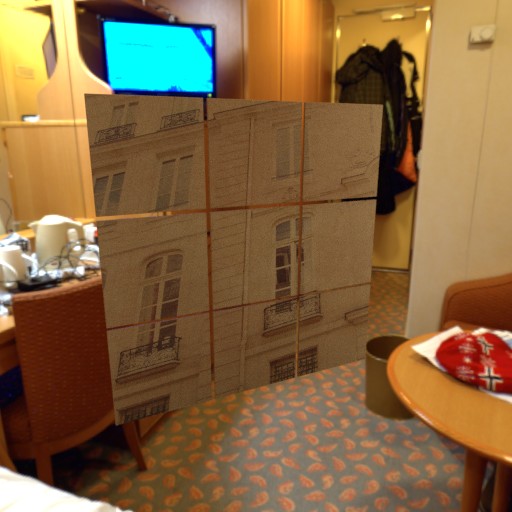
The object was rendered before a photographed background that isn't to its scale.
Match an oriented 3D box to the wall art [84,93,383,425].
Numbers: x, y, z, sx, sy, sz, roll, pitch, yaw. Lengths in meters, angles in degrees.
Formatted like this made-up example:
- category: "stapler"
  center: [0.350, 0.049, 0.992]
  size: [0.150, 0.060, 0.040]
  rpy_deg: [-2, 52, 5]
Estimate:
- category: "wall art"
  center: [0.000, 0.000, 2.290]
  size: [1.526, 1.522, 0.023]
  rpy_deg: [-7, 17, -25]
